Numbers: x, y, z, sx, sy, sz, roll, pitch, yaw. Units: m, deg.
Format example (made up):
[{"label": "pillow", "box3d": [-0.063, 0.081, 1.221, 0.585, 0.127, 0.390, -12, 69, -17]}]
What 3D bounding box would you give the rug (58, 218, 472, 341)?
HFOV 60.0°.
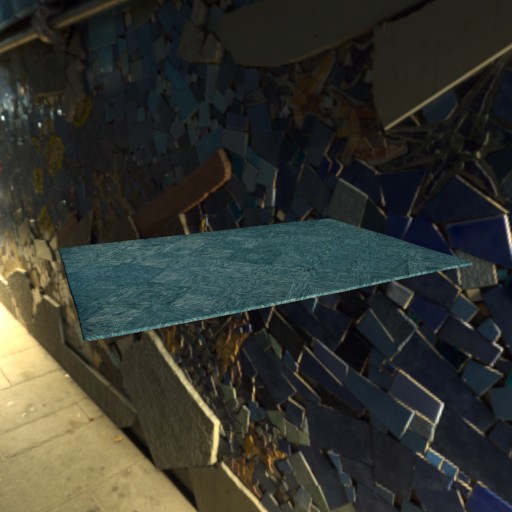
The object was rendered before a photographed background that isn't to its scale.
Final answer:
[{"label": "rug", "box3d": [0.000, 0.000, 2.187, 1.728, 0.017, 1.136, -8, 19, -26]}]
